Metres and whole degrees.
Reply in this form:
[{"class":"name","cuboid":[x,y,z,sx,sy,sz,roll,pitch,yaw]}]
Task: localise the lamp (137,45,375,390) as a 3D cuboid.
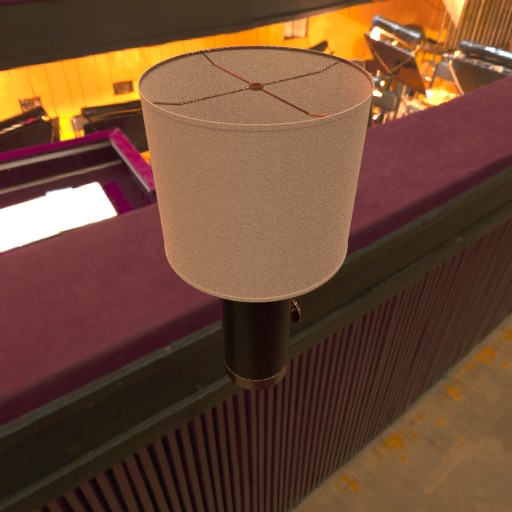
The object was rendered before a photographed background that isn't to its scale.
[{"class":"lamp","cuboid":[0.000,0.000,0.613,0.240,0.482,0.241,-23,45,-25]}]
